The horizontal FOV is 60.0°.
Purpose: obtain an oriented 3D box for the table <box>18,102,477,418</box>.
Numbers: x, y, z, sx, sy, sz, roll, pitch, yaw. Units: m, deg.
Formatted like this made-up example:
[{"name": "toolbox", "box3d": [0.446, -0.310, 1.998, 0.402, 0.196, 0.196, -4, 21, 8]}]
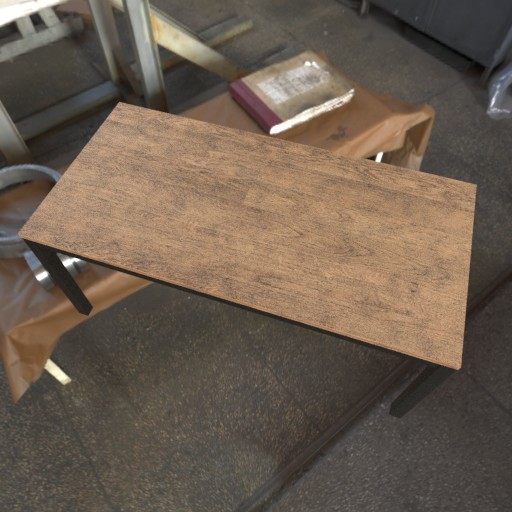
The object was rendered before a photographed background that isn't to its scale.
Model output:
[{"name": "table", "box3d": [0.000, 0.000, 2.252, 1.805, 0.767, 0.893, 16, 58, 10]}]
